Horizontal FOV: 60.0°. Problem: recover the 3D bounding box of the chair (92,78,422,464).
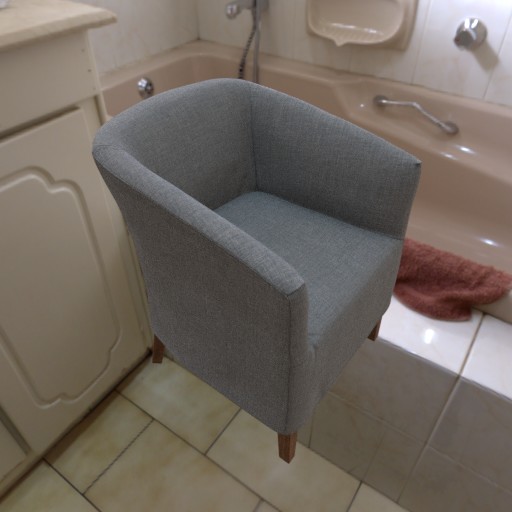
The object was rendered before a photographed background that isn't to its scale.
[{"bbox_3d":[0.000,0.000,1.252,0.668,0.771,0.600,26,47,27],"label":"chair"}]
